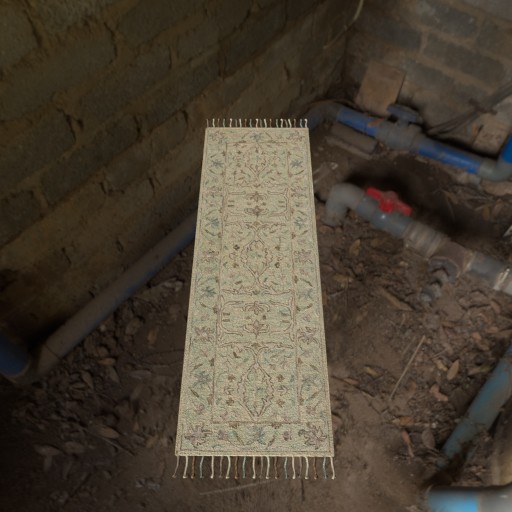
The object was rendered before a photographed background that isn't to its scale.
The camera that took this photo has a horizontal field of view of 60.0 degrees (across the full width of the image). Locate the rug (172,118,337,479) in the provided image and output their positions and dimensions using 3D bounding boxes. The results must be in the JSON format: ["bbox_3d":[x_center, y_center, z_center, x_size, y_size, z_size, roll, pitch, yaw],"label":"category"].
[{"bbox_3d":[0.000,0.000,2.707,0.769,0.013,2.440,0,58,0],"label":"rug"}]
